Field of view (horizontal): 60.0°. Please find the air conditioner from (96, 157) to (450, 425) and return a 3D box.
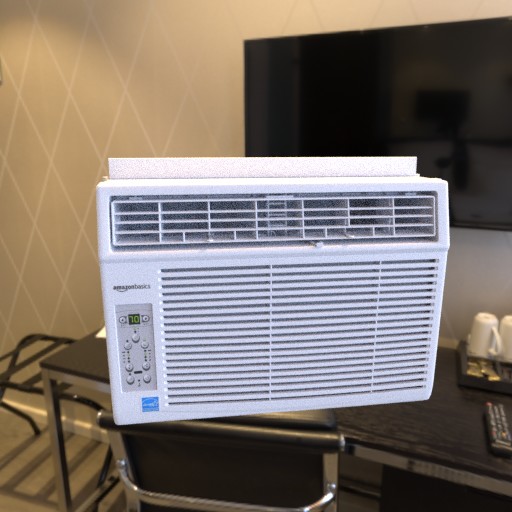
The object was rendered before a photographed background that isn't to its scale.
[{"bbox_3d":[0.000,0.000,0.874,0.503,0.388,0.546,-2,14,-8],"label":"air conditioner"}]
